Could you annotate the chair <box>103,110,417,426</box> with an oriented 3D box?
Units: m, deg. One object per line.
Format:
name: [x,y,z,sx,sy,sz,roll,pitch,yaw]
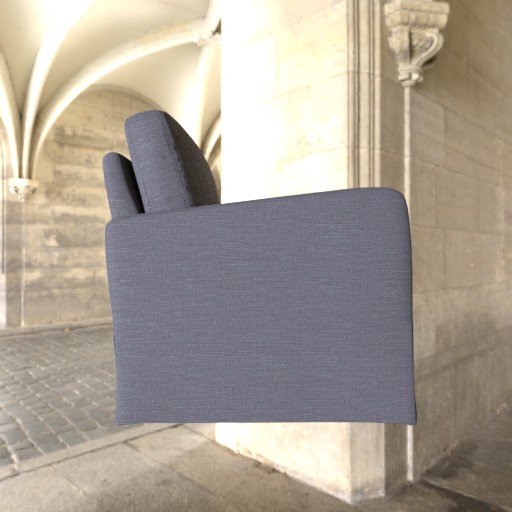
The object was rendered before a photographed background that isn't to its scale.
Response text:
chair: [0.000,0.000,1.498,0.863,0.855,0.798,0,0,-1]
